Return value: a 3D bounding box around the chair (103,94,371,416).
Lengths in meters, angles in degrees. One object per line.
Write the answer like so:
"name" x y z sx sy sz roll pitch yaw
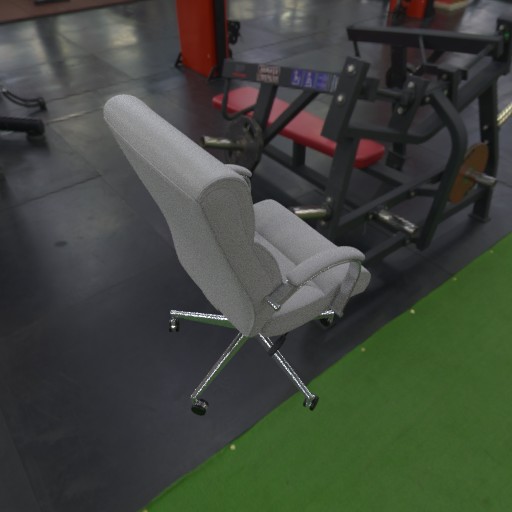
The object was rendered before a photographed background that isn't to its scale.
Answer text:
"chair" 0.000 0.000 1.561 0.745 1.099 0.727 -26 48 -26
